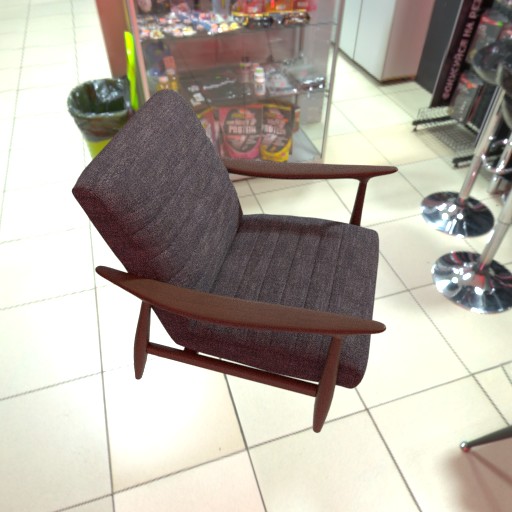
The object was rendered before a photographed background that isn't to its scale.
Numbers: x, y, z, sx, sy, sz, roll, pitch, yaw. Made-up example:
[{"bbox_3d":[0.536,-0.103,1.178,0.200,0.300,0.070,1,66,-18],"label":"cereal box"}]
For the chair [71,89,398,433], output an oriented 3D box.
[{"bbox_3d":[0.000,0.000,1.447,0.798,0.832,0.741,11,46,11],"label":"chair"}]
